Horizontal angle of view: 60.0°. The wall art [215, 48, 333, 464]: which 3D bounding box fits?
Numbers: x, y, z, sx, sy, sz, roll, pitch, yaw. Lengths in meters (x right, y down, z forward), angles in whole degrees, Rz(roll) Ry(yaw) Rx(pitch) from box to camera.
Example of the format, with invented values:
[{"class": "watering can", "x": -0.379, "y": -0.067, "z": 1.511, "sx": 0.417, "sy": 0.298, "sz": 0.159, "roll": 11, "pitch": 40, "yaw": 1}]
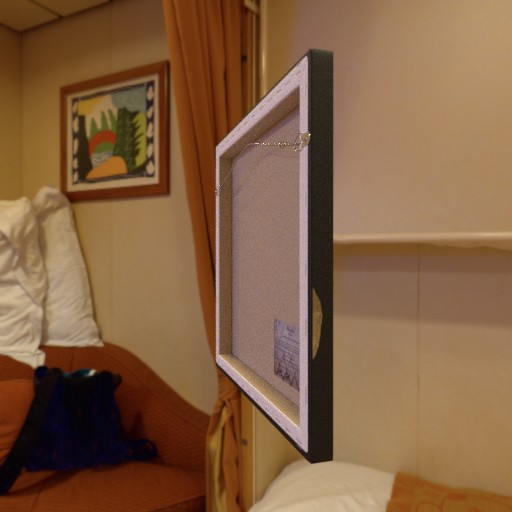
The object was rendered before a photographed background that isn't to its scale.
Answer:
[{"class": "wall art", "x": 0.000, "y": 0.000, "z": 0.939, "sx": 0.043, "sy": 0.611, "sz": 0.610, "roll": 0, "pitch": 0, "yaw": -18}]
